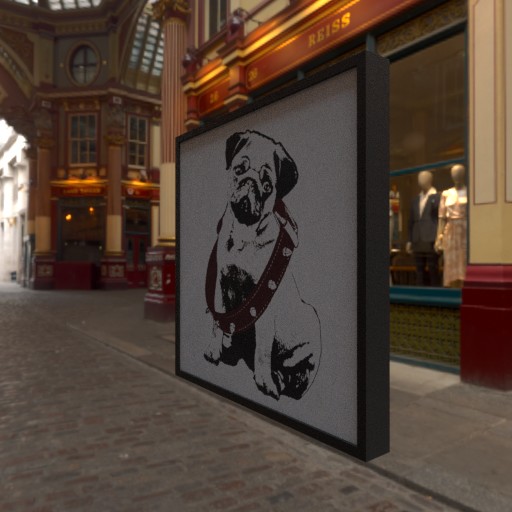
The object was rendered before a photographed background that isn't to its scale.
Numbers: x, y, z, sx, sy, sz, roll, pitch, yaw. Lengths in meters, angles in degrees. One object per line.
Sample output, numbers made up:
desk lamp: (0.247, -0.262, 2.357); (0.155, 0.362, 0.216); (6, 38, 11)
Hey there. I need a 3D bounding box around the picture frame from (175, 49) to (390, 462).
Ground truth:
picture frame: (0.000, 0.000, 0.475); (0.030, 0.317, 0.317); (0, 0, -37)
